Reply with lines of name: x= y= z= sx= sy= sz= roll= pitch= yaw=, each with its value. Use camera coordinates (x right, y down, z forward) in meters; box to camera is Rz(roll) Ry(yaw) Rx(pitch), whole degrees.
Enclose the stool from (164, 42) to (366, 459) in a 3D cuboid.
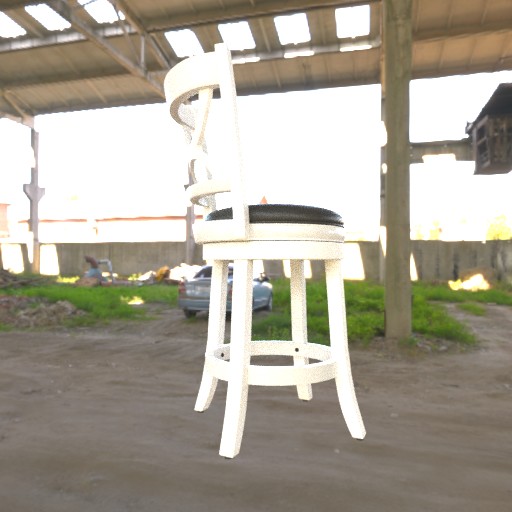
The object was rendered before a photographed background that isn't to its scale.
stool: x=0.000 y=0.000 z=1.243 sx=0.508 sy=0.953 sz=0.444 roll=0 pitch=-1 yaw=-18
